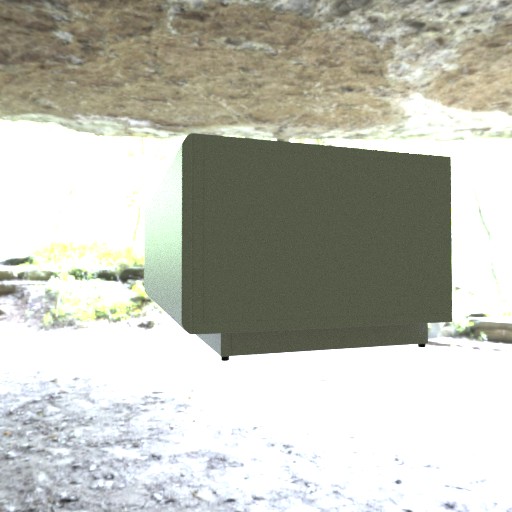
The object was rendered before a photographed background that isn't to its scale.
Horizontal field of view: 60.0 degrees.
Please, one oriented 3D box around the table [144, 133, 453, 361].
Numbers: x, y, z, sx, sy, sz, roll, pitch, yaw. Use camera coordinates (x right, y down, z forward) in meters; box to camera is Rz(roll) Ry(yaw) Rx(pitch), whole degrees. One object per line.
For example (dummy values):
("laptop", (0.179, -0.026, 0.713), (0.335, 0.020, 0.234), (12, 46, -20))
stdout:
("table", (0.000, 0.000, 1.443), (0.639, 0.442, 1.097), (0, -1, -18))
